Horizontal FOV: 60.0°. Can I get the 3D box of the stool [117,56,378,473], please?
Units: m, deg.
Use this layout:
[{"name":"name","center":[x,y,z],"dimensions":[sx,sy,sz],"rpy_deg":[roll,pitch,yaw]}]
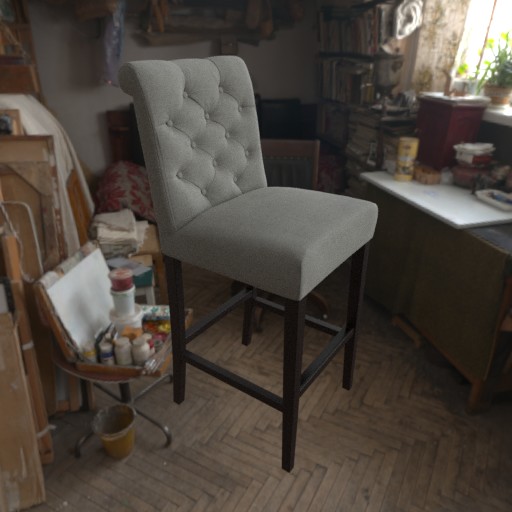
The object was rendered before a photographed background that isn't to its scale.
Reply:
[{"name":"stool","center":[0.000,0.000,1.411],"dimensions":[0.601,1.140,0.493],"rpy_deg":[18,32,31]}]
